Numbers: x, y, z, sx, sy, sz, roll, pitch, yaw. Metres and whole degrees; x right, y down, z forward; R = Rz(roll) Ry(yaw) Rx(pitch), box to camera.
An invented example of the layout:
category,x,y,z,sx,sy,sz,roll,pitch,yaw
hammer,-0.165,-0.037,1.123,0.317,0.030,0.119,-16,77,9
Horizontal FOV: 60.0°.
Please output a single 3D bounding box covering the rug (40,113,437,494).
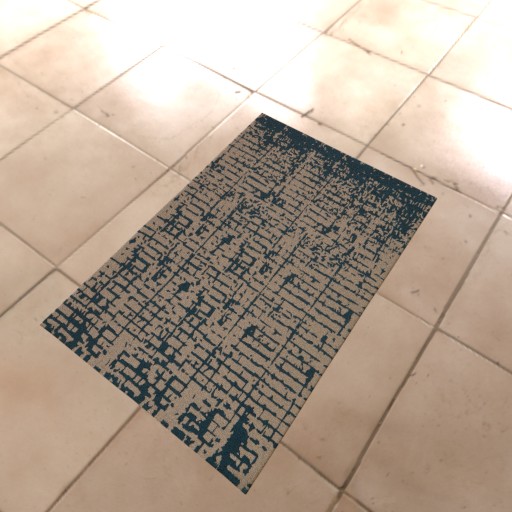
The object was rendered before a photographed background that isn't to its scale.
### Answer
category,x,y,z,sx,sy,sz,roll,pitch,yaw
rug,0.000,0.000,2.309,1.220,0.007,1.828,31,63,18
